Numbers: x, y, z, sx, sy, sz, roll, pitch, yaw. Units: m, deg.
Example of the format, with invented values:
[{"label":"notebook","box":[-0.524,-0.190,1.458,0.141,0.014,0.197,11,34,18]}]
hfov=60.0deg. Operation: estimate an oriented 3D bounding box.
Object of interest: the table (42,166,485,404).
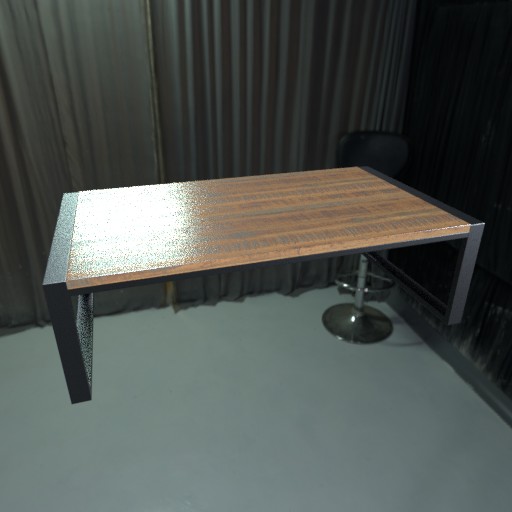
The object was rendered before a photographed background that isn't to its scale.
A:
[{"label":"table","box":[0.000,0.000,1.690,1.350,0.400,0.750,-8,27,-16]}]
